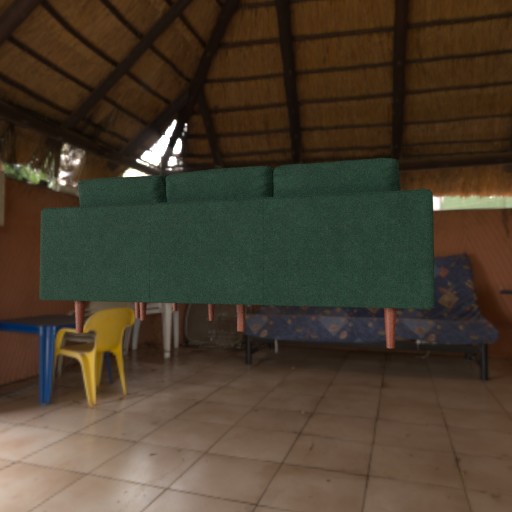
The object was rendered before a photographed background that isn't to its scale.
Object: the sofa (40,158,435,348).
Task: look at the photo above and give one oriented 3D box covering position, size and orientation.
[{"bbox_3d":[0.000,0.000,2.892,2.030,0.899,1.580,-1,-2,17],"label":"sofa"}]
